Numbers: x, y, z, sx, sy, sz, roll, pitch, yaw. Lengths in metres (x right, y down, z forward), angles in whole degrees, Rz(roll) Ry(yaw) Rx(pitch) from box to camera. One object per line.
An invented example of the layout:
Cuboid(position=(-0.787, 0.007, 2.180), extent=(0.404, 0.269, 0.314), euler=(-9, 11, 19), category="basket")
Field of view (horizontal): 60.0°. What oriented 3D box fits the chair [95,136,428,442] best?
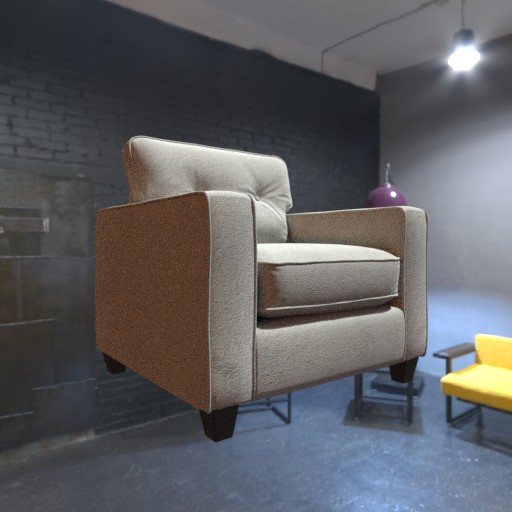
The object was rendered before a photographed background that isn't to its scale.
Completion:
Cuboid(position=(0.000, 0.000, 1.766), extent=(1.015, 0.965, 0.939), euler=(-1, 2, -37), category="chair")
